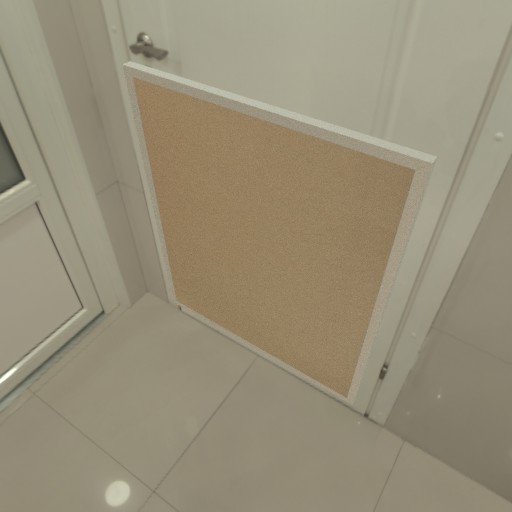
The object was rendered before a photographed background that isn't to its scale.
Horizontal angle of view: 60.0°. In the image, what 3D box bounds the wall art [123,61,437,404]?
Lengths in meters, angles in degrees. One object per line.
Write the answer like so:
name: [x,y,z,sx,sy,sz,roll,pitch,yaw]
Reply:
wall art: [0.000,0.000,0.629,0.382,0.456,0.013,25,51,23]
